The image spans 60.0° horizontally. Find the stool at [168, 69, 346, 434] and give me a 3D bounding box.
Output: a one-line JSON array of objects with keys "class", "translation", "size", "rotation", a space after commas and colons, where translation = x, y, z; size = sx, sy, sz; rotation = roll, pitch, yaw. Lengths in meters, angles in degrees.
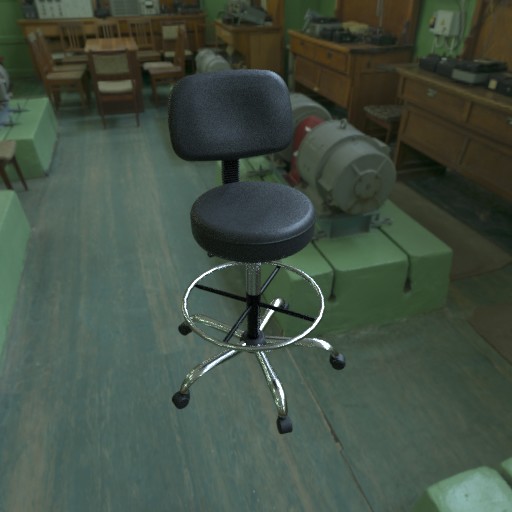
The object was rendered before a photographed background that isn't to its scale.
[{"class": "stool", "translation": [0.000, 0.000, 1.483], "size": [0.694, 1.069, 0.658], "rotation": [-10, 34, -15]}]
